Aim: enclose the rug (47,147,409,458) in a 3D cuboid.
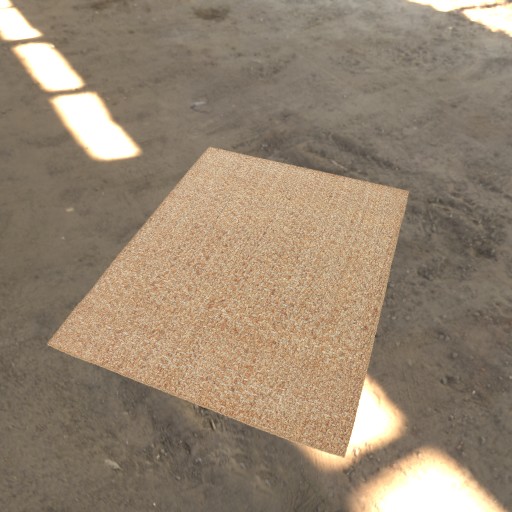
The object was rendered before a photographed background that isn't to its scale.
[{"bbox_3d":[0.000,0.000,4.179,2.439,0.013,3.048,16,48,14],"label":"rug"}]
